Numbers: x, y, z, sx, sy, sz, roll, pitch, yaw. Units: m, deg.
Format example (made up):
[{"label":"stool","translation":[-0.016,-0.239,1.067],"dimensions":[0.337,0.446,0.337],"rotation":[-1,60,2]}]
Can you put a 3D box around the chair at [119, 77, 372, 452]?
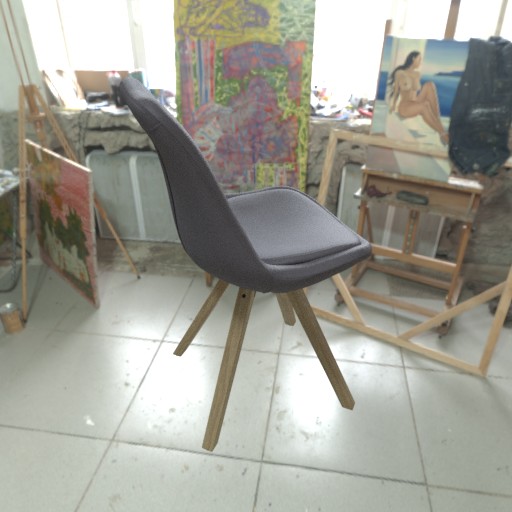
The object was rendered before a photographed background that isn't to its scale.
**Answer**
[{"label":"chair","translation":[0.000,0.000,1.153],"dimensions":[0.547,0.865,0.483],"rotation":[-11,32,-18]}]
